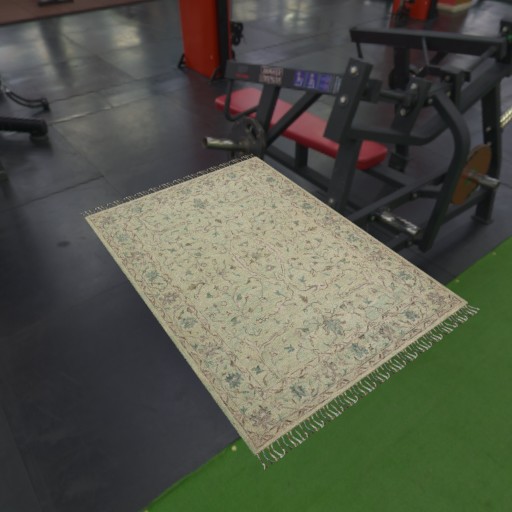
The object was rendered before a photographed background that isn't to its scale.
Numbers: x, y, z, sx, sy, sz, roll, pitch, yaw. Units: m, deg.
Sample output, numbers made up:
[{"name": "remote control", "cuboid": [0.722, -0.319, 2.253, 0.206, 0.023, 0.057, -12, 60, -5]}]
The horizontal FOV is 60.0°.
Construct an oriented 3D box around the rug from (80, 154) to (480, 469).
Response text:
[{"name": "rug", "cuboid": [0.000, 0.000, 2.304, 1.247, 0.008, 1.802, -25, 47, -26]}]
